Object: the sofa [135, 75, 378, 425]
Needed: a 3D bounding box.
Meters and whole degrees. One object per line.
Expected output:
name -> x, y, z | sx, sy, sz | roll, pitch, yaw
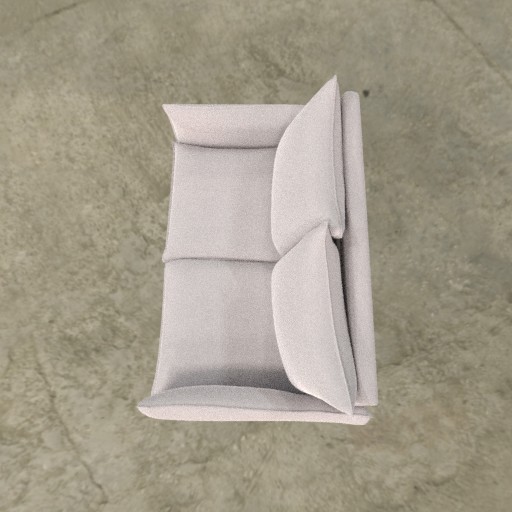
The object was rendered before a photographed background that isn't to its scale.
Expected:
sofa -> 0.000, 0.000, 1.858 | 0.820, 0.840, 1.300 | 1, 73, 0
